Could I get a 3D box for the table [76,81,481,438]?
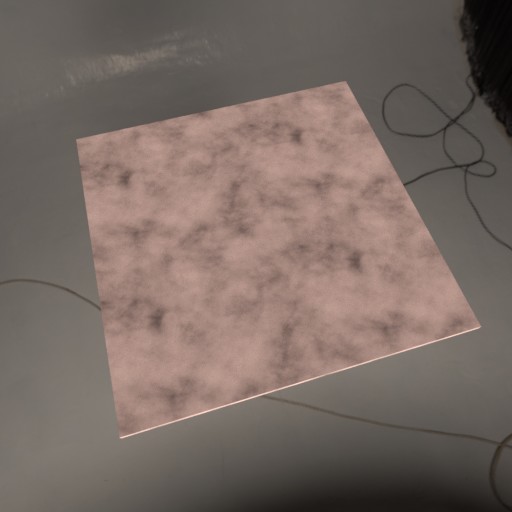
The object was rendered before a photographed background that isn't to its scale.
[{"bbox_3d":[0.000,0.000,1.058,0.670,0.305,0.670,-15,64,-8],"label":"table"}]
